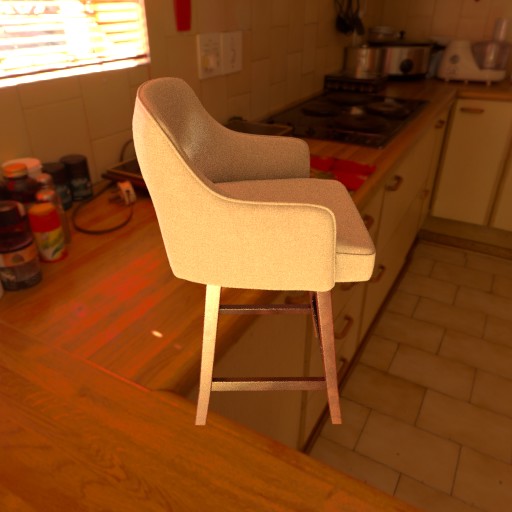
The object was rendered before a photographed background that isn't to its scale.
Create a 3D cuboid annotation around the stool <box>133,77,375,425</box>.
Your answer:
[{"bbox_3d":[0.000,0.000,1.278,0.560,0.936,0.550,0,30,-1],"label":"stool"}]
